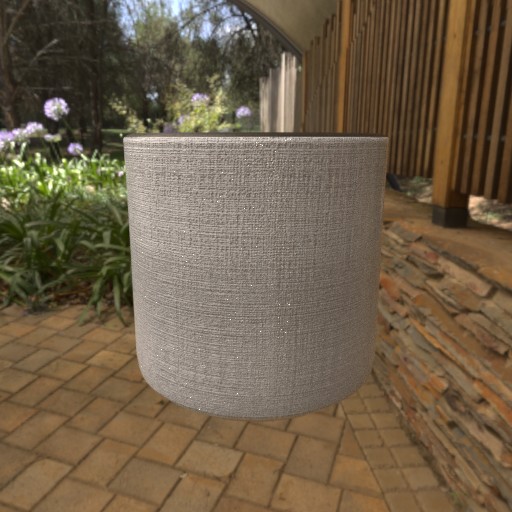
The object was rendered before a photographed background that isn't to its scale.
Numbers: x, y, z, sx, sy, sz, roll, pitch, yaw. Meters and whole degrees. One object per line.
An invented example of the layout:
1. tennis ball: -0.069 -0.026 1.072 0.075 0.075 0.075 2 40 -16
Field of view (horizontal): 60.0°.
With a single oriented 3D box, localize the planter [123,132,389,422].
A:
1. planter: 0.000 0.000 0.293 0.160 0.156 0.160 0 15 0
